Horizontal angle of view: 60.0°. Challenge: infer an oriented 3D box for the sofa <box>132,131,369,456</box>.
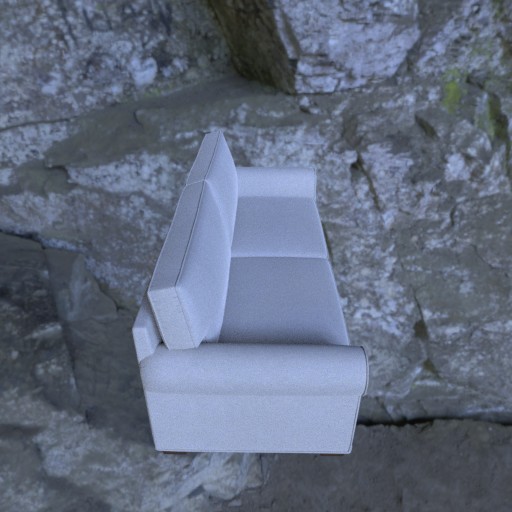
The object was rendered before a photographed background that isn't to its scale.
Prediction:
[{"bbox_3d":[0.000,0.000,2.623,0.901,0.962,2.146,0,32,1],"label":"sofa"}]
